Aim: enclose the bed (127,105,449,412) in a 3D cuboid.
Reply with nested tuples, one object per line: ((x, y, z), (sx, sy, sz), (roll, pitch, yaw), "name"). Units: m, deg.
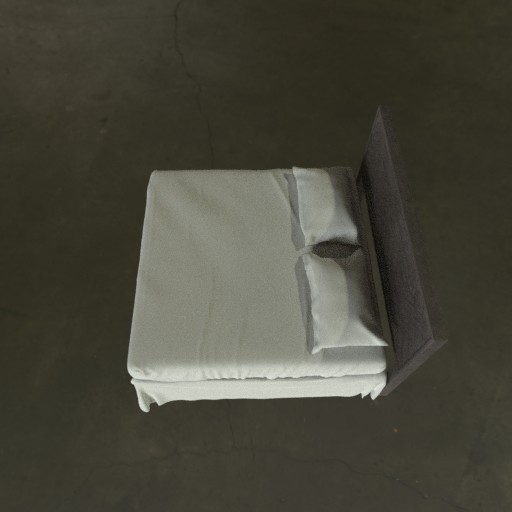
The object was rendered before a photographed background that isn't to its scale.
((0.000, 0.000, 2.983), (1.785, 1.142, 1.772), (-1, 60, -1), "bed")
